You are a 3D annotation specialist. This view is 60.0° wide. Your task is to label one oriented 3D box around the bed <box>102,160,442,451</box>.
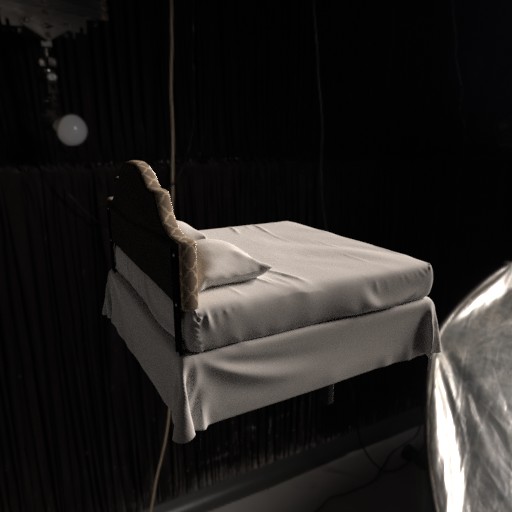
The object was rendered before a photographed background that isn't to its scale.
[{"bbox_3d":[0.000,0.000,3.684,2.222,1.601,2.314,-8,17,-27],"label":"bed"}]
